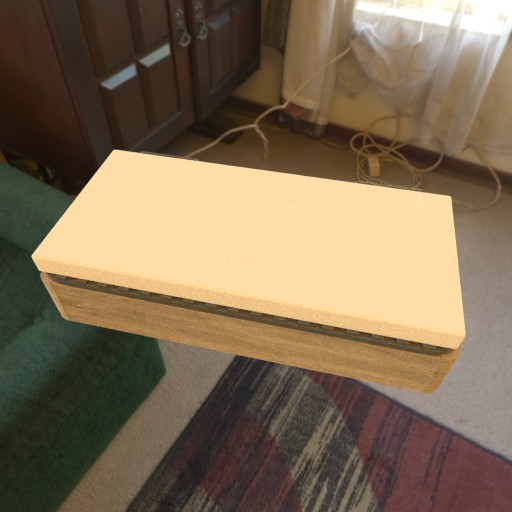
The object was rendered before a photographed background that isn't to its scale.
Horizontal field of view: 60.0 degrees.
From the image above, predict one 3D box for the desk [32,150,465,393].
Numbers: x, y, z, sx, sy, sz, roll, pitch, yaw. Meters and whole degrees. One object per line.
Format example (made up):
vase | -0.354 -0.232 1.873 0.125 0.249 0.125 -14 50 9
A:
desk | 0.000 0.000 2.266 1.900 0.455 0.900 10 48 9
